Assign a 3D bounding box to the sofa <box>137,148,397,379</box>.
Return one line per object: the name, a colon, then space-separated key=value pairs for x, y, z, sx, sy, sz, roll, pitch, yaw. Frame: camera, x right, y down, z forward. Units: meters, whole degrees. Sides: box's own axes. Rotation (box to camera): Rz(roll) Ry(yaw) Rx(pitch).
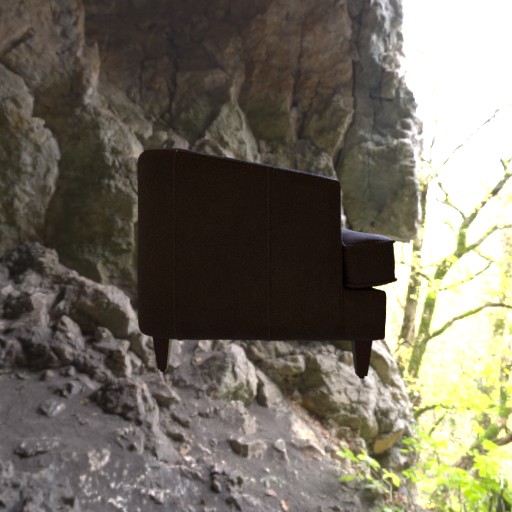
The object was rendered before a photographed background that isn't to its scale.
sofa: x=0.000 y=0.000 z=2.274 sx=0.917 sy=0.799 sz=1.767 roll=0 pitch=1 yaw=-1
